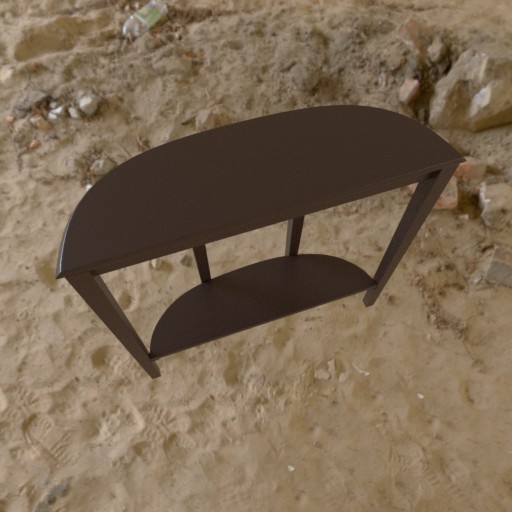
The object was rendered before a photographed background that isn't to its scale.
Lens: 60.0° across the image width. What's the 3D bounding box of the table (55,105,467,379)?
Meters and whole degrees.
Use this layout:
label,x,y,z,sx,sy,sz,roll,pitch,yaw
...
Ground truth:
label,x,y,z,sx,sy,sz,roll,pitch,yaw
table,0.000,0.000,1.333,0.909,0.831,0.274,-17,62,-9
